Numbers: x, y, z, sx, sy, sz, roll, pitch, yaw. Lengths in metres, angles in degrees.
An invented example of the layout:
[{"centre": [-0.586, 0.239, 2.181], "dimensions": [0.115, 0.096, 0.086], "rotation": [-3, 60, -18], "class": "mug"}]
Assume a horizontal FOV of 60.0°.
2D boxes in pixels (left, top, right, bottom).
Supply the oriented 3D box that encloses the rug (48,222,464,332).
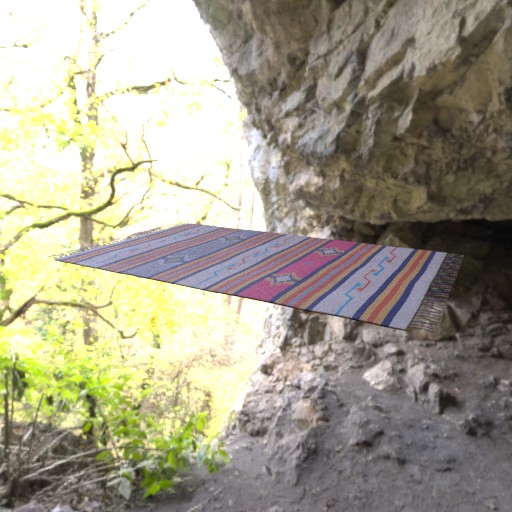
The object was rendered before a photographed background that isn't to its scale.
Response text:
[{"centre": [0.000, 0.000, 2.243], "dimensions": [1.849, 0.013, 1.084], "rotation": [8, 17, 28], "class": "rug"}]
